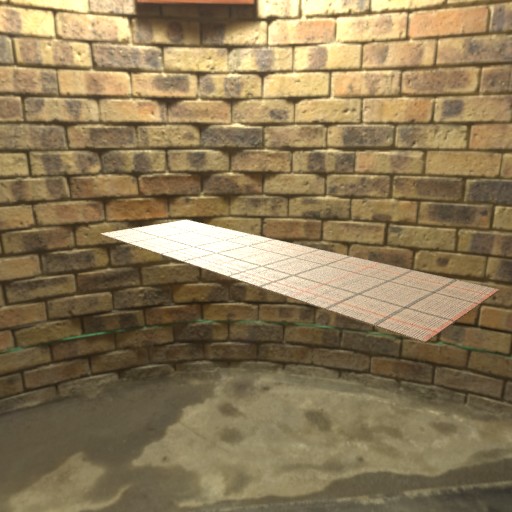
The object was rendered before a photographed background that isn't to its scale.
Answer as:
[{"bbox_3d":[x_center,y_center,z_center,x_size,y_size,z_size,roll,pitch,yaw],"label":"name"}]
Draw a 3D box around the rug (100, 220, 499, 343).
[{"bbox_3d":[0.000,0.000,2.631,0.762,0.008,2.439,-15,21,-43],"label":"rug"}]
